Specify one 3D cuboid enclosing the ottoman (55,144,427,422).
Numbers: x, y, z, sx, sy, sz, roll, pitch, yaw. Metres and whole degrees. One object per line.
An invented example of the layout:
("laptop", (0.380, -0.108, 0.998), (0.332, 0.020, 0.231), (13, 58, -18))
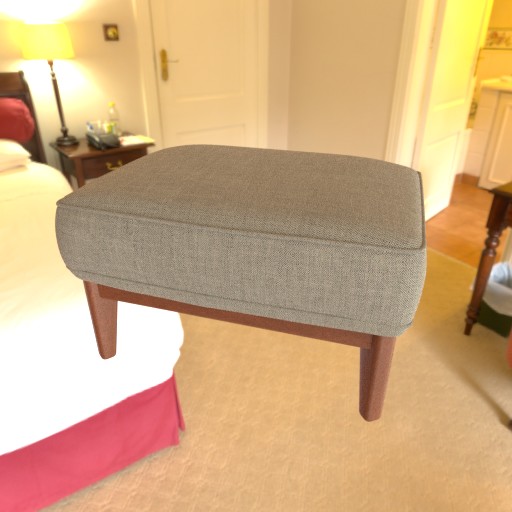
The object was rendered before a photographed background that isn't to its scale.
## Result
("ottoman", (0.000, 0.000, 1.098), (0.750, 0.458, 0.555), (8, 29, 15))
